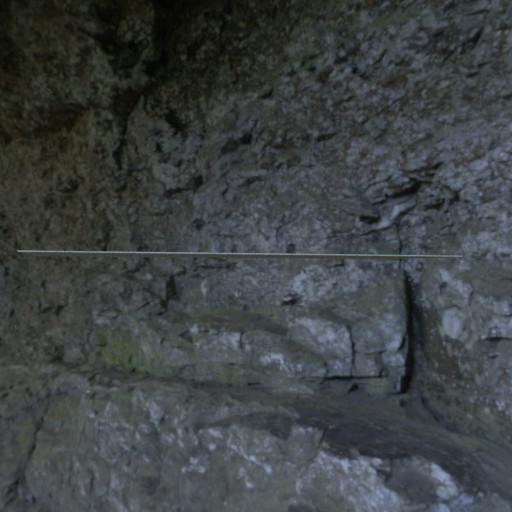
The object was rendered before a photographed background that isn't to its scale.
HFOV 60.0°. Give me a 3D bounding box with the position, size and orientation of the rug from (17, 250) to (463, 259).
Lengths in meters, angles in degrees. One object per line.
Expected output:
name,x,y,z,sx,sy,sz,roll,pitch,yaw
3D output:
rug,0.000,0.000,2.656,2.437,0.006,0.686,1,-2,-18
